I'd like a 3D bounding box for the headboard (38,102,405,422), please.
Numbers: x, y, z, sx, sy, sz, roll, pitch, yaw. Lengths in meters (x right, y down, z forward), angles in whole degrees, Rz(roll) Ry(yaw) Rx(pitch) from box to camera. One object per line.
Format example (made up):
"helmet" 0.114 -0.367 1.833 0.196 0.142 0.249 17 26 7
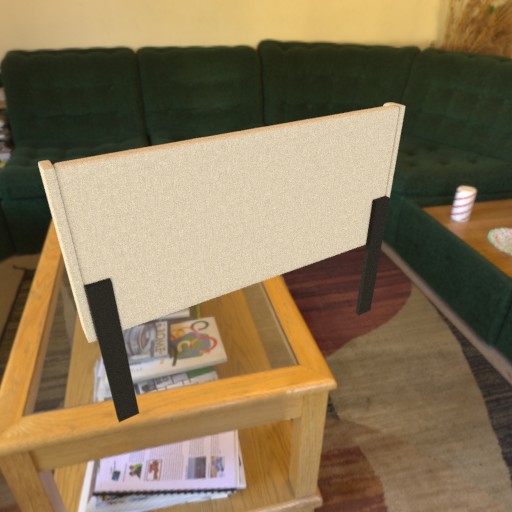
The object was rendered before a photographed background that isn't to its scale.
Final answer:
"headboard" 0.000 0.000 2.653 2.051 1.524 0.184 -18 36 -26
